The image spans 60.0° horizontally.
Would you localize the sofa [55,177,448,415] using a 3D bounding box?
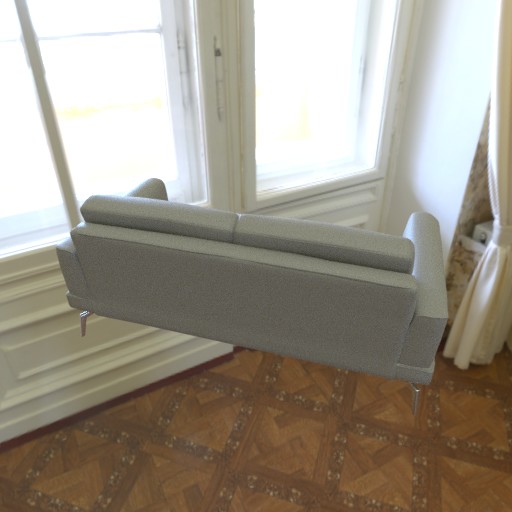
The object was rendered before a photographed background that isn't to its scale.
[{"bbox_3d":[0.000,0.000,2.768,2.177,0.930,1.121,9,34,14],"label":"sofa"}]
